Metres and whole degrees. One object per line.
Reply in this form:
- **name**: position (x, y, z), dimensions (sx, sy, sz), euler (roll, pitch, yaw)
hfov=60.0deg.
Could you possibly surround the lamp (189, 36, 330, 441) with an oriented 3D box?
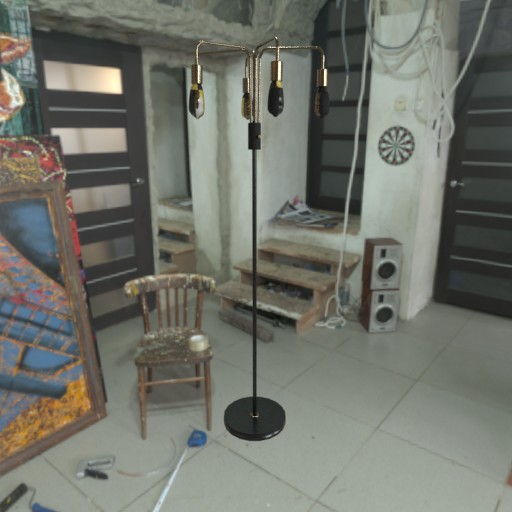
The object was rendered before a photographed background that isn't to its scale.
- **lamp**: position (0.000, 0.000, 2.000), dimensions (0.599, 1.721, 0.572), euler (3, 16, 9)
